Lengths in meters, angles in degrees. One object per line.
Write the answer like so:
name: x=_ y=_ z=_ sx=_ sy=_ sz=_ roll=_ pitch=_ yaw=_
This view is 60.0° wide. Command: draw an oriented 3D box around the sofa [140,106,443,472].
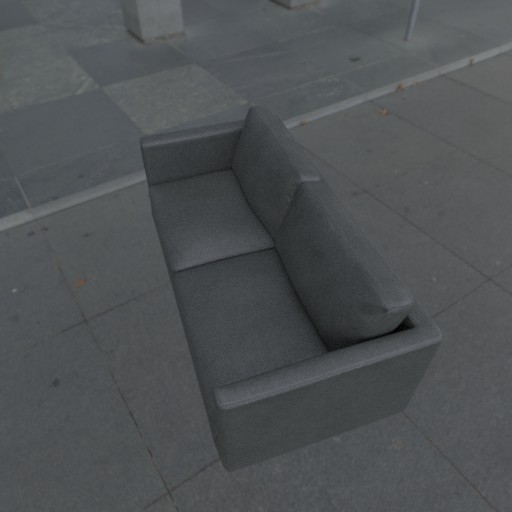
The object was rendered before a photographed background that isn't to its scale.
sofa: x=0.000 y=0.000 z=2.437 sx=0.951 sy=0.933 sz=1.883 roll=-14 pitch=47 yaw=-13
